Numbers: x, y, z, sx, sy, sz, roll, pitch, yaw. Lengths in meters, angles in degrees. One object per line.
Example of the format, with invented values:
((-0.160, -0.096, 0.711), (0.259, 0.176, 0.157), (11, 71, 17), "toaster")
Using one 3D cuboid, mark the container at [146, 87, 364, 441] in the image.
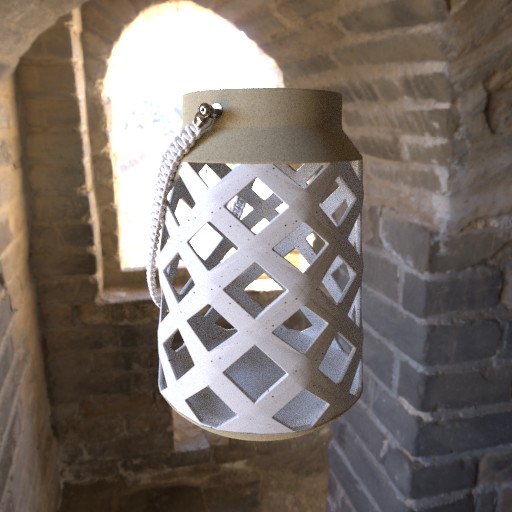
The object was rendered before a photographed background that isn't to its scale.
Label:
((0.000, 0.000, 0.387), (0.198, 0.264, 0.188), (7, 17, 25), "container")
